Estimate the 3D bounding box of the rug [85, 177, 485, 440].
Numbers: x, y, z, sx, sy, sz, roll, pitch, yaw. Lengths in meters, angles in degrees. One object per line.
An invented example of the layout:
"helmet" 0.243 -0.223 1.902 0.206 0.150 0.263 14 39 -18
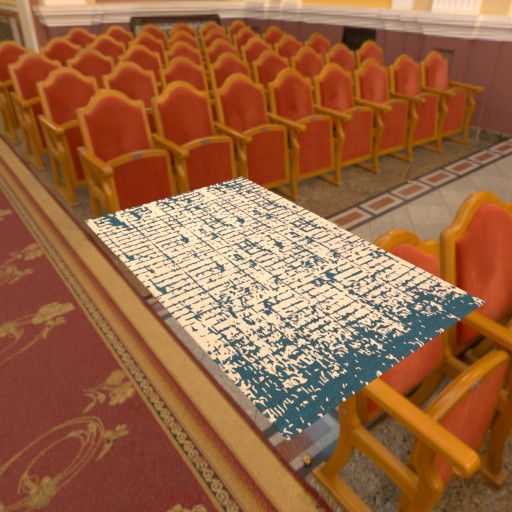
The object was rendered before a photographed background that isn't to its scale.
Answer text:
"rug" 0.000 0.000 3.024 1.517 0.011 2.435 -22 38 -31
